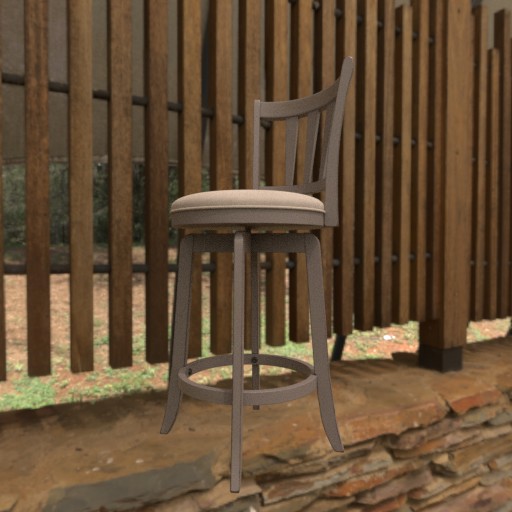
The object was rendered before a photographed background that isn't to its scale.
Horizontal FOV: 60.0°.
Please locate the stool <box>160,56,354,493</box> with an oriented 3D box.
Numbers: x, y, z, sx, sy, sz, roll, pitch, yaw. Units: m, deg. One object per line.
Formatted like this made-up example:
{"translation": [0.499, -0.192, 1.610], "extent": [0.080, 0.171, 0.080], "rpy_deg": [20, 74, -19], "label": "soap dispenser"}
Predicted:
{"translation": [0.000, 0.000, 1.228], "extent": [0.475, 1.023, 0.436], "rpy_deg": [-1, 1, -36], "label": "stool"}
